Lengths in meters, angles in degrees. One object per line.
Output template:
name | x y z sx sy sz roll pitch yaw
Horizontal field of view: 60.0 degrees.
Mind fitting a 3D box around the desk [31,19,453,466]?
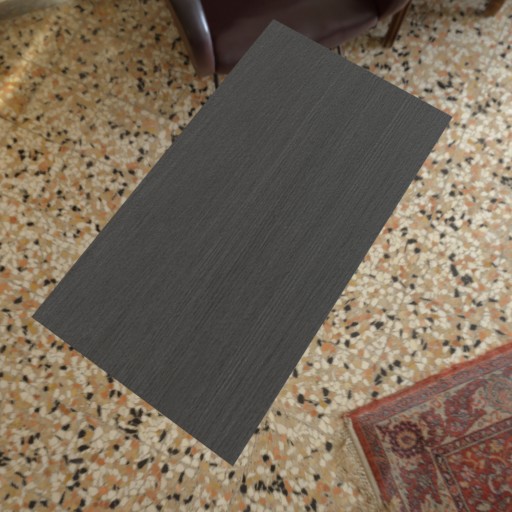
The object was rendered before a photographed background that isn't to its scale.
desk | 0.000 0.000 1.310 0.498 0.724 0.893 33 77 9
